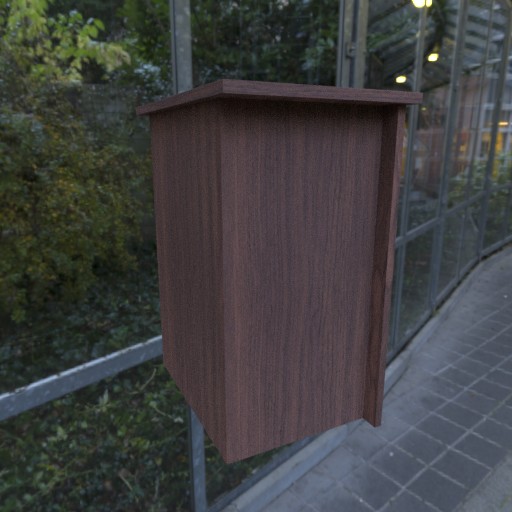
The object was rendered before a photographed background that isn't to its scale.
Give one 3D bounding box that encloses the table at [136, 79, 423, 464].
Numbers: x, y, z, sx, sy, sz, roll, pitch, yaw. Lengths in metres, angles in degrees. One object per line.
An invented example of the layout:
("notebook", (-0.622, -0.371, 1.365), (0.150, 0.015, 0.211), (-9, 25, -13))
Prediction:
("table", (0.000, 0.000, 1.077), (0.406, 0.711, 0.589), (-7, 16, -26))
